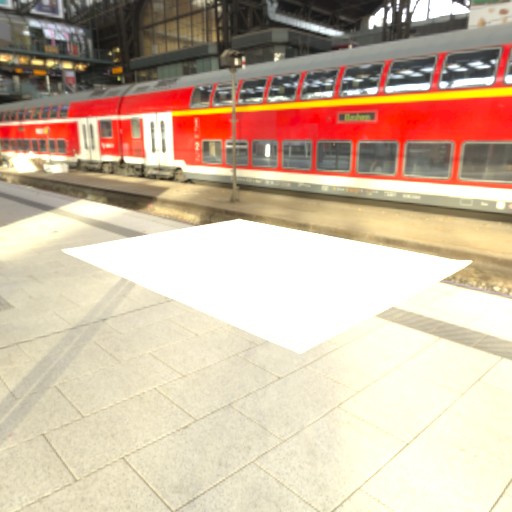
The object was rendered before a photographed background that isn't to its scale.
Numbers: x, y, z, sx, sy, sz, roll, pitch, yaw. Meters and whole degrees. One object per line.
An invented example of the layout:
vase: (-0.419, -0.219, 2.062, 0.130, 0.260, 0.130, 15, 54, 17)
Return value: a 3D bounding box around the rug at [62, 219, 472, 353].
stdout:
rug: (0.000, 0.000, 3.946, 2.897, 0.035, 2.277, 15, 21, 43)
